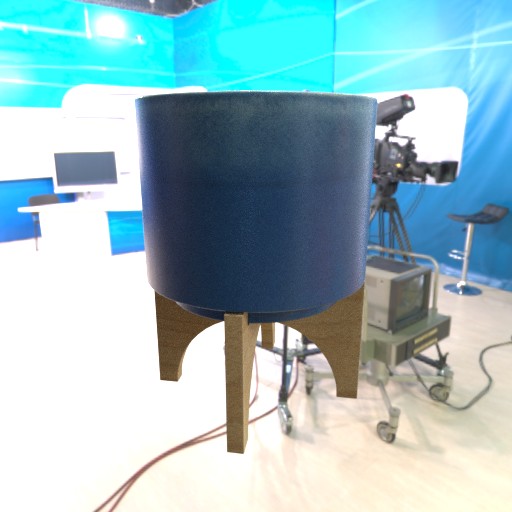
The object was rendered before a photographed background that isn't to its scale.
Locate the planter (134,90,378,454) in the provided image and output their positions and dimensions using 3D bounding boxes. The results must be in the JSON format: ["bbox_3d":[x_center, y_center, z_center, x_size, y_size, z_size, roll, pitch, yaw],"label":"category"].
[{"bbox_3d":[0.000,0.000,0.397,0.192,0.263,0.192,0,16,0],"label":"planter"}]
